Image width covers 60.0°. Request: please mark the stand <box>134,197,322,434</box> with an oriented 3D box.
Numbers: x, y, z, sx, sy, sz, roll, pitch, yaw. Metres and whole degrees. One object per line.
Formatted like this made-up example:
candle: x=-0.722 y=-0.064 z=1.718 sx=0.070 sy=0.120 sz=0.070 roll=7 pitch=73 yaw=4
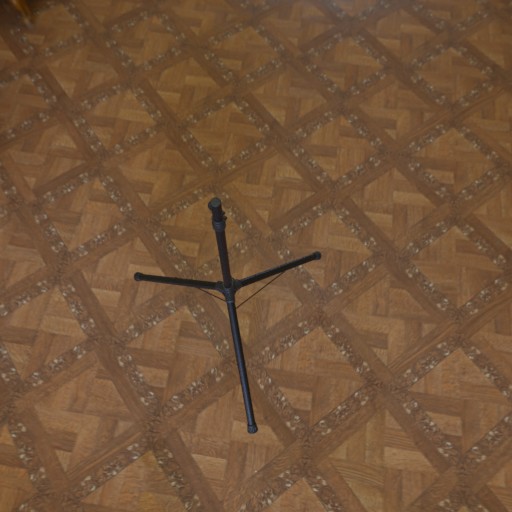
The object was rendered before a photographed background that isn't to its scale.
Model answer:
stand: x=0.000 y=0.000 z=1.872 sx=0.907 sy=1.136 sz=1.045 roll=-34 pitch=69 yaw=-15
